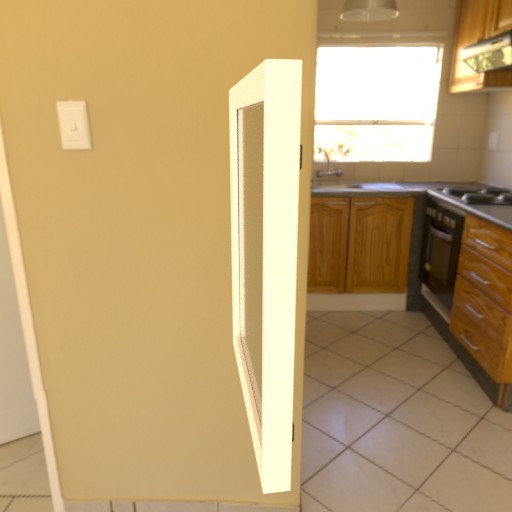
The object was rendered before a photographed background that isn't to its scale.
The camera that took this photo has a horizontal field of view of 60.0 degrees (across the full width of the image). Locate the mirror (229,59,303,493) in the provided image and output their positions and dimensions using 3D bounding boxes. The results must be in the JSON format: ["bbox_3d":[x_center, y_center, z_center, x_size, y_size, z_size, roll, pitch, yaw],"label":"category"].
[{"bbox_3d":[0.000,0.000,0.684,0.041,0.508,0.405,-2,17,-8],"label":"mirror"}]
